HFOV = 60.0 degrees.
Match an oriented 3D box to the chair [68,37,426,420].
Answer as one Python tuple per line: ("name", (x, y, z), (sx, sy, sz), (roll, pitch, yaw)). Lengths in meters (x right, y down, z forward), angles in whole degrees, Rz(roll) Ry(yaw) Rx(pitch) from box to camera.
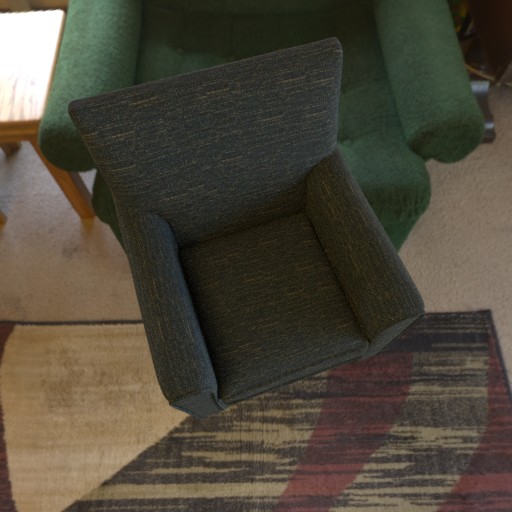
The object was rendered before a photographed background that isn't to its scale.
("chair", (0.000, 0.000, 1.568), (0.864, 0.928, 0.873), (-17, 65, -8))
